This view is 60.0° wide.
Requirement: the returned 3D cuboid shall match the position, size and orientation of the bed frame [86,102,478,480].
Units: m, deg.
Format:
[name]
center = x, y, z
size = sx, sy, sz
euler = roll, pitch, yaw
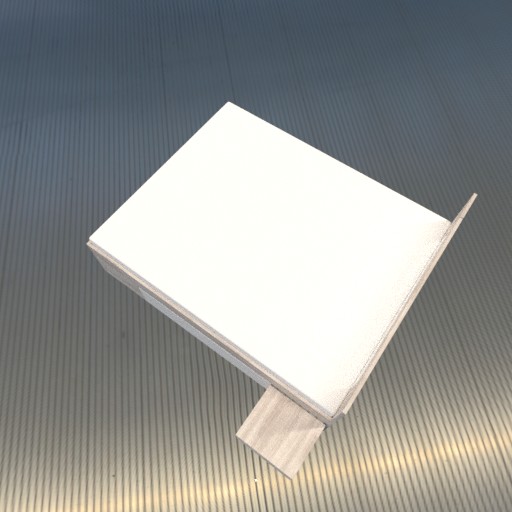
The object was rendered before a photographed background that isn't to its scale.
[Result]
[bed frame]
center = 0.000, 0.000, 3.138
size = 2.050, 0.860, 2.040
euler = 33, 68, 15
